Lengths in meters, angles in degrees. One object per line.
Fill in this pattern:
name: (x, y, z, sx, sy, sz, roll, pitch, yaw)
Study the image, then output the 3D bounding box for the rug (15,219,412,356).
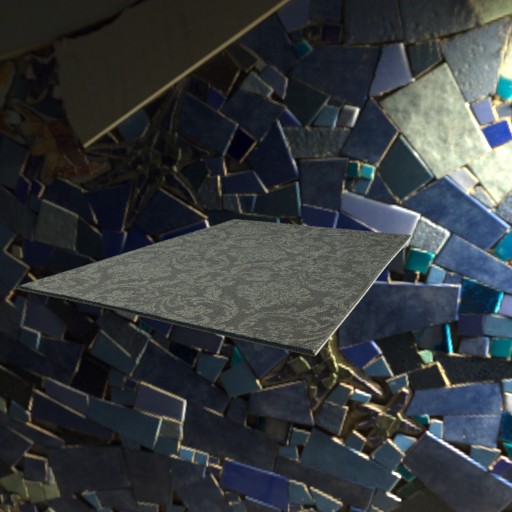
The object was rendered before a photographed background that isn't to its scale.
rug: (0.000, 0.000, 2.812, 1.578, 0.014, 2.206, 7, 16, 26)
